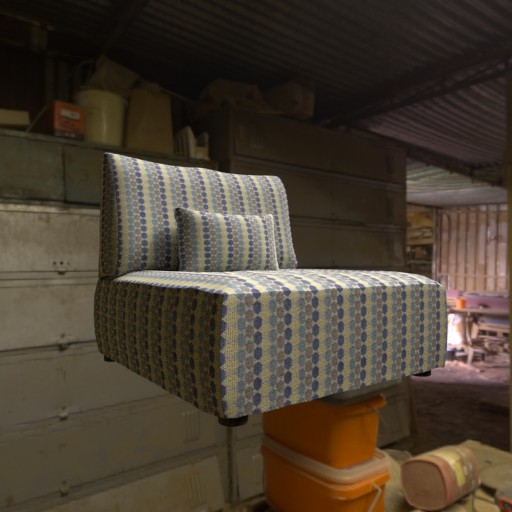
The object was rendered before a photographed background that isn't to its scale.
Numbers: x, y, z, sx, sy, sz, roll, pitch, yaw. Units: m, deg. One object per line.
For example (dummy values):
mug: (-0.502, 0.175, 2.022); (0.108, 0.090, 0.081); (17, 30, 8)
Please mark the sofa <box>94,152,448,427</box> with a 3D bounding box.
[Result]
sofa: (0.000, 0.000, 1.678); (0.930, 0.830, 1.000); (0, -1, -36)
